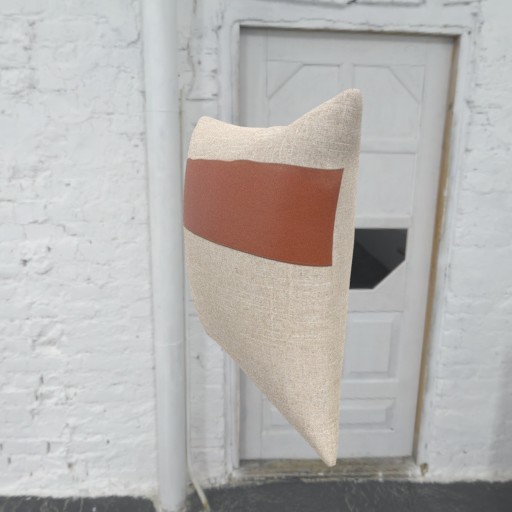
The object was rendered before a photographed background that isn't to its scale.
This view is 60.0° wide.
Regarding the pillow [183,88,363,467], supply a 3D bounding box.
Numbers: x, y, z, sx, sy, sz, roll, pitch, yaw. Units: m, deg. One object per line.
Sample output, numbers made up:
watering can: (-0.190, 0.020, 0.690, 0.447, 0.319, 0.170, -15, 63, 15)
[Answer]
pillow: (0.000, 0.000, 0.621, 0.173, 0.399, 0.414, -7, 15, -25)
